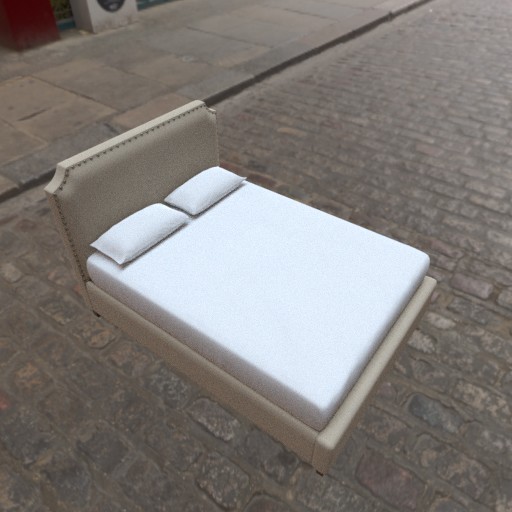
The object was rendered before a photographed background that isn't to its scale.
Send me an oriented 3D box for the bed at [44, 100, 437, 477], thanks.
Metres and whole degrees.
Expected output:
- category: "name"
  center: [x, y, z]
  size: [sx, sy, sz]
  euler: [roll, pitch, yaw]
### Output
- category: "bed"
  center: [0.000, 0.000, 3.352]
  size: [2.329, 1.415, 1.703]
  euler: [26, 47, 27]
